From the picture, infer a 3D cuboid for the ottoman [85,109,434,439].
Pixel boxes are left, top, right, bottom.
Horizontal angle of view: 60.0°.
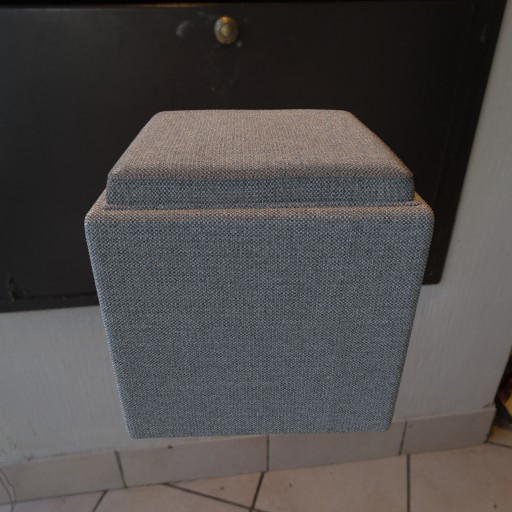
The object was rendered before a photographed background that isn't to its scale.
[{"bbox_3d":[0.000,0.000,0.832,0.454,0.487,0.436,-1,29,-2],"label":"ottoman"}]
